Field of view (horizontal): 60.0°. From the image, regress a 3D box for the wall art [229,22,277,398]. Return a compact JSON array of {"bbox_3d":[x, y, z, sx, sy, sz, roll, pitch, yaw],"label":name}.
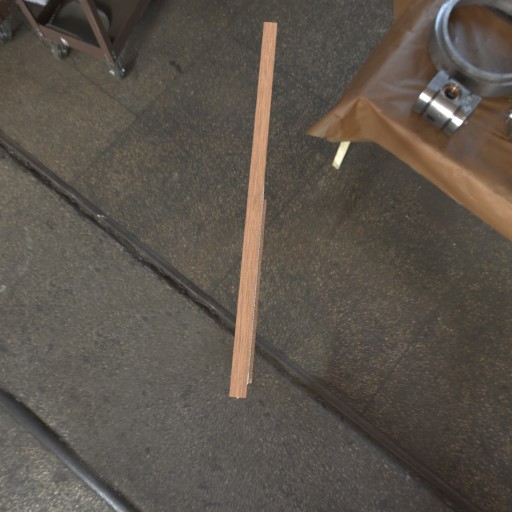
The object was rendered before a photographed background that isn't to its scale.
[{"bbox_3d":[0.000,0.000,1.334,0.028,1.016,0.765,5,75,1],"label":"wall art"}]
